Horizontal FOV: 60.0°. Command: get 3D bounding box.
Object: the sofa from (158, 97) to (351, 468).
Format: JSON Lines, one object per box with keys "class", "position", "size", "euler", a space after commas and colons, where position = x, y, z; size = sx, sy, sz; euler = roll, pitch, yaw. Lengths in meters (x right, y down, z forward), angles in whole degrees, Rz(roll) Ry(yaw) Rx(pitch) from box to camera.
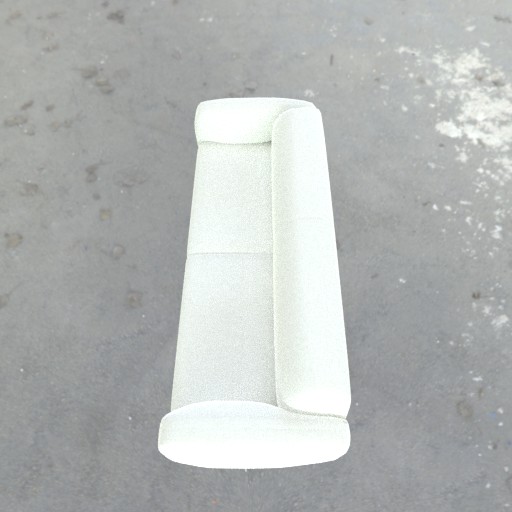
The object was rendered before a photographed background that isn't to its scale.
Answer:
{"class": "sofa", "position": [0.000, 0.000, 2.638], "size": [0.870, 0.780, 2.280], "euler": [0, 58, 0]}
